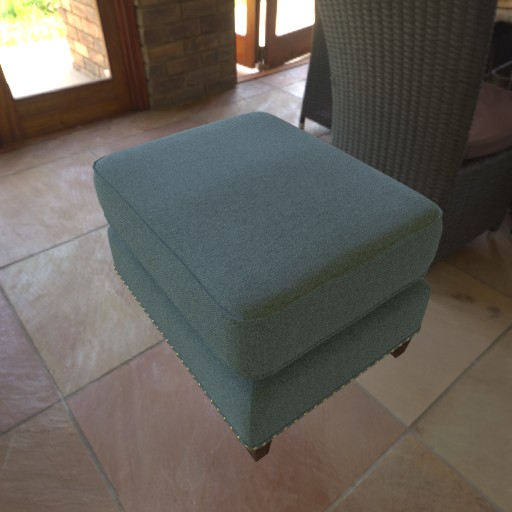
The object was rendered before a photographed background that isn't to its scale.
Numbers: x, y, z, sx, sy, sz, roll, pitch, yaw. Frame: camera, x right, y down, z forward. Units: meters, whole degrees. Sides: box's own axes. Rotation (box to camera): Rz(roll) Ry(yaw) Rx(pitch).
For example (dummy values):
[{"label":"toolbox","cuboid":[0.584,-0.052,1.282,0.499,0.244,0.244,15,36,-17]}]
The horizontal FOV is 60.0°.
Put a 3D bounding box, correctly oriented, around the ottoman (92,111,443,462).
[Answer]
[{"label":"ottoman","cuboid":[0.000,0.000,1.186,0.589,0.537,0.738,-26,47,-27]}]
